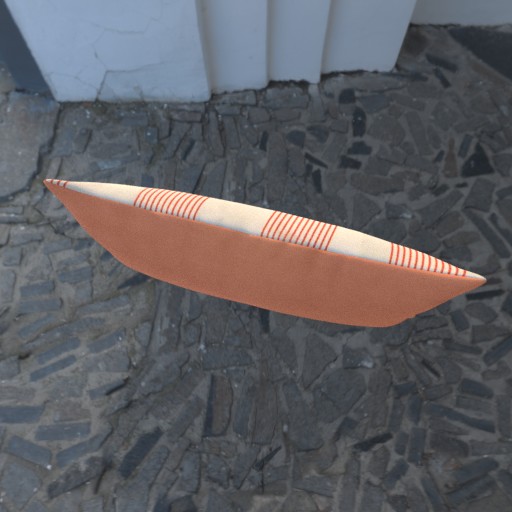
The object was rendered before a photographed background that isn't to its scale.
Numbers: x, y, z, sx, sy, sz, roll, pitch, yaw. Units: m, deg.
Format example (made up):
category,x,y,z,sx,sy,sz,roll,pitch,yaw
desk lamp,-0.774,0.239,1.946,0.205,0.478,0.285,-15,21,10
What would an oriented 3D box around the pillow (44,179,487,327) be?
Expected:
category,x,y,z,sx,sy,sz,roll,pitch,yaw
pillow,0.000,0.000,0.727,0.608,0.292,0.156,13,64,6
